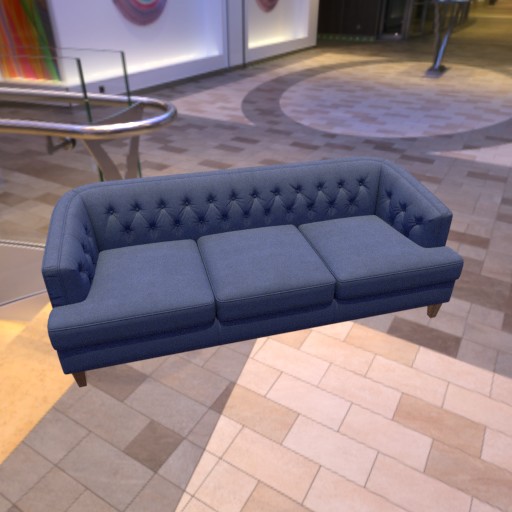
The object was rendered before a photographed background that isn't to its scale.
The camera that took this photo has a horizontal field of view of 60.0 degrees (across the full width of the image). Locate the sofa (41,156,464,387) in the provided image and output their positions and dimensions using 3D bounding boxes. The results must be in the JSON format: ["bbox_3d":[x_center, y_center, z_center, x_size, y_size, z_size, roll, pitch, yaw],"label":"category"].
[{"bbox_3d":[0.000,0.000,2.657,2.235,0.787,0.914,-8,33,-13],"label":"sofa"}]
